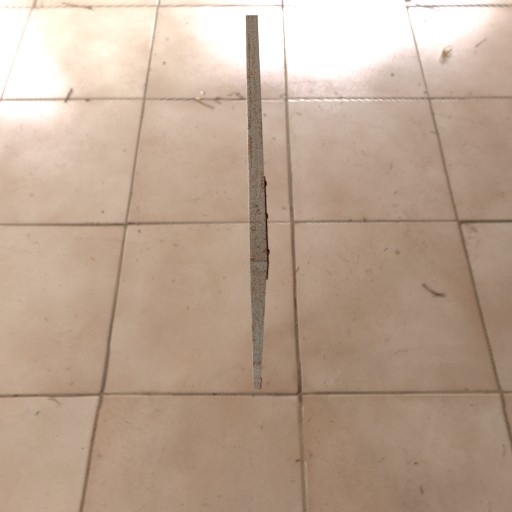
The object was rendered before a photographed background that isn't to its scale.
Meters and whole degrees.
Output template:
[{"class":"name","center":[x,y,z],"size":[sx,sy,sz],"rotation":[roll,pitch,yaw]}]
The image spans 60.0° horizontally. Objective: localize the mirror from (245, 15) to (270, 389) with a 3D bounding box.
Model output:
[{"class":"mirror","center":[0.000,0.000,1.072],"size":[0.027,0.922,0.472],"rotation":[-1,64,-1]}]
